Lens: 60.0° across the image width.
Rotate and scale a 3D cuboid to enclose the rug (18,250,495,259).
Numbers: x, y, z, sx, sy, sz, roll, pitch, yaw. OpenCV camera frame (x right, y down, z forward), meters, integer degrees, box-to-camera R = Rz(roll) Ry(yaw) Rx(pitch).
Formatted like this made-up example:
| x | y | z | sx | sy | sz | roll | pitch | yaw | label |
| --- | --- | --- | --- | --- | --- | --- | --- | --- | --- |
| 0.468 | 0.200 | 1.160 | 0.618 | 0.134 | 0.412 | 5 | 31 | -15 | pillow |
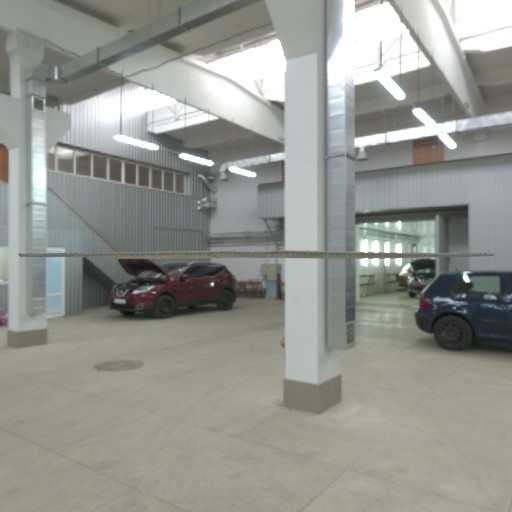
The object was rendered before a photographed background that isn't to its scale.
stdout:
| x | y | z | sx | sy | sz | roll | pitch | yaw | label |
| --- | --- | --- | --- | --- | --- | --- | --- | --- | --- |
| 0.000 | 0.000 | 4.161 | 3.202 | 0.045 | 2.434 | 0 | -1 | 0 | rug |
